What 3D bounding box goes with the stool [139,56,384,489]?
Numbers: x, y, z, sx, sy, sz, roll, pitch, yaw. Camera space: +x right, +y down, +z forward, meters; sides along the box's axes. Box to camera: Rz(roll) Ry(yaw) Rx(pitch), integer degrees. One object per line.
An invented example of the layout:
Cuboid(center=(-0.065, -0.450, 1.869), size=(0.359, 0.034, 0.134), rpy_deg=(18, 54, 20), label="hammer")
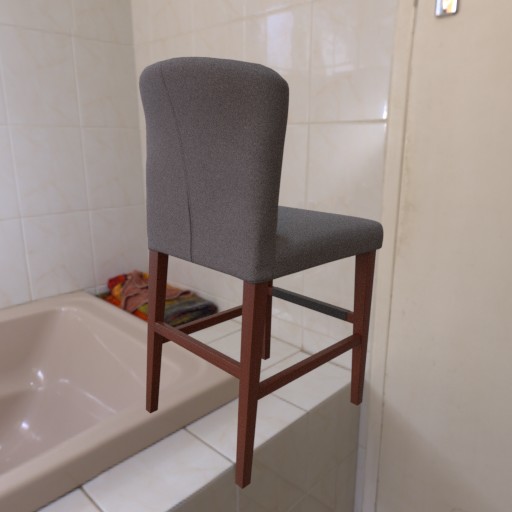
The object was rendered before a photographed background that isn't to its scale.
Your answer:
Cuboid(center=(0.000, 0.000, 1.251), size=(0.568, 0.968, 0.481), rpy_deg=(-14, 20, -42), label="stool")
